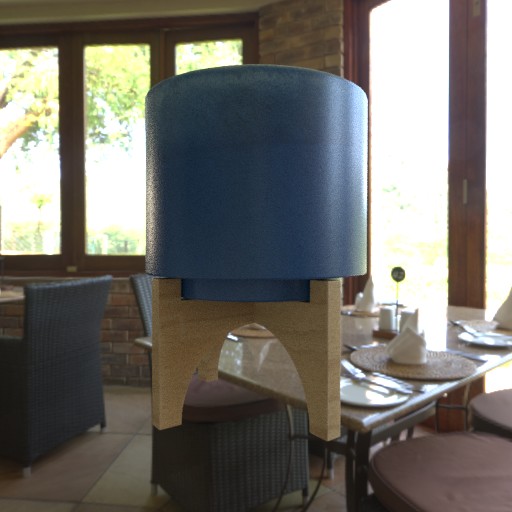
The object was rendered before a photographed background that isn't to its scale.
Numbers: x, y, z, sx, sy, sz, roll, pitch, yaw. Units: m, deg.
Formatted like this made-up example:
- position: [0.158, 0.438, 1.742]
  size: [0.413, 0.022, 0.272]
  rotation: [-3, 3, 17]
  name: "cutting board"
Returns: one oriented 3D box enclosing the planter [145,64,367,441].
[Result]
- position: [0.000, 0.000, 0.397]
  size: [0.192, 0.263, 0.192]
  rotation: [0, 1, 0]
  name: "planter"
